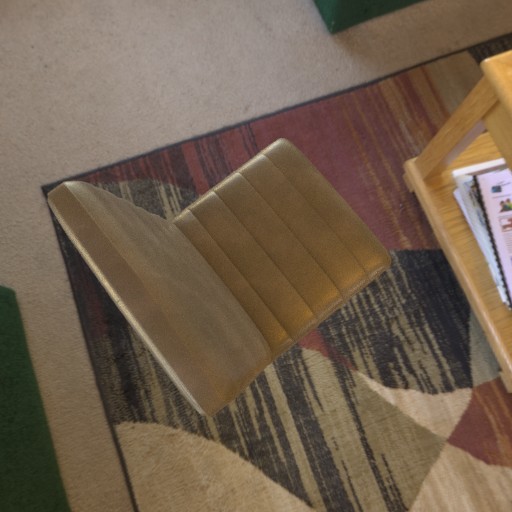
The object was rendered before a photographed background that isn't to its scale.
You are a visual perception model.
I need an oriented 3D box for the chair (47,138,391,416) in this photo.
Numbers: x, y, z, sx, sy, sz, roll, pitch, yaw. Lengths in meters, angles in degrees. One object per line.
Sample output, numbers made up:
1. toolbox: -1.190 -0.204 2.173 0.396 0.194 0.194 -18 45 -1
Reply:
1. chair: 0.000 0.000 1.259 0.634 0.930 0.520 -37 79 -8
